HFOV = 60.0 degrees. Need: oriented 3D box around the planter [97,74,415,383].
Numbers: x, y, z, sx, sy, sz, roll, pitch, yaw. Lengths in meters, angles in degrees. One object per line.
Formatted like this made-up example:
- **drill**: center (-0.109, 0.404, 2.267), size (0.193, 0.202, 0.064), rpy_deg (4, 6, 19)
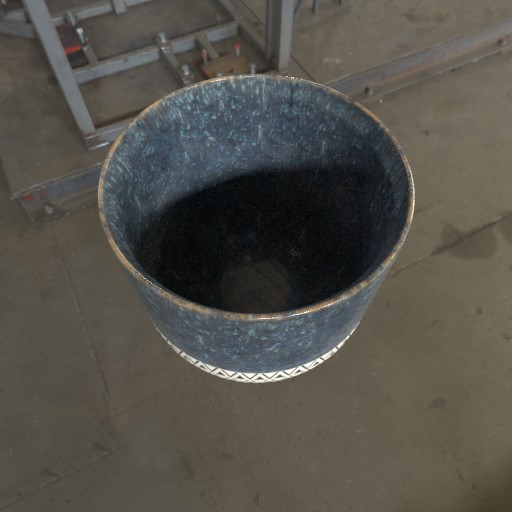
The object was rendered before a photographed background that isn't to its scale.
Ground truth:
- **planter**: center (0.000, 0.000, 0.491), size (0.266, 0.270, 0.266), rpy_deg (0, 59, 0)
